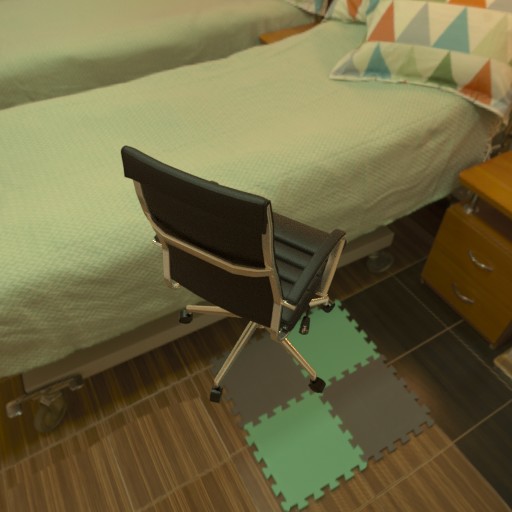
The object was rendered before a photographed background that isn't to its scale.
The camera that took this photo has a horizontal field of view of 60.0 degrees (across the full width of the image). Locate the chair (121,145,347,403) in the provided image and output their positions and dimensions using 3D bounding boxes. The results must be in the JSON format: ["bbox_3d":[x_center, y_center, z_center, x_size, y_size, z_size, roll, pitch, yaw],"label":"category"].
[{"bbox_3d":[0.000,0.000,1.667,0.766,1.149,0.739,24,51,21],"label":"chair"}]
